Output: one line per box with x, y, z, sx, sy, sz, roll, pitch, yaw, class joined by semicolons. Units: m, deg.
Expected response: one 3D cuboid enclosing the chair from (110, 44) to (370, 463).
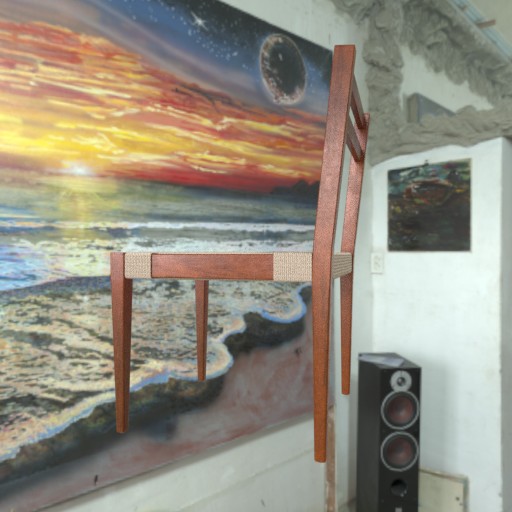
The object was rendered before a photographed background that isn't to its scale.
0.000;0.000;1.200;0.569;0.851;0.495;0;0;18;chair
